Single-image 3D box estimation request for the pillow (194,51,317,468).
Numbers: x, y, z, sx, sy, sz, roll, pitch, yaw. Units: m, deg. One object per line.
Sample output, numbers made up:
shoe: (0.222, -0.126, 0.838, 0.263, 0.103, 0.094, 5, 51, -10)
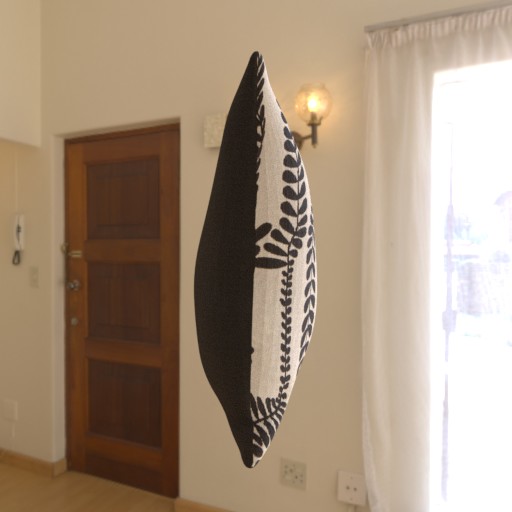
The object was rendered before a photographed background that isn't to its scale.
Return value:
pillow: (0.000, 0.000, 0.676, 0.182, 0.441, 0.440, 0, 1, -1)
